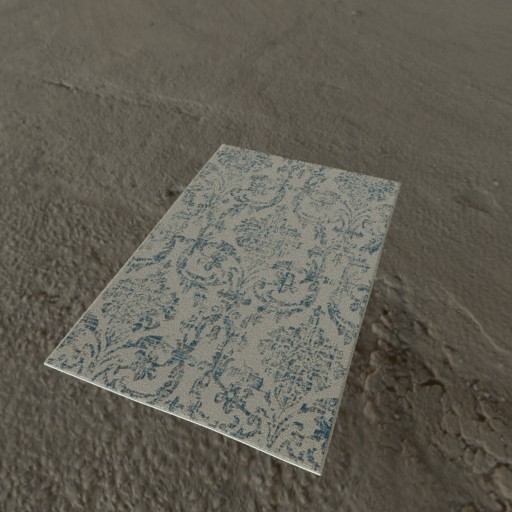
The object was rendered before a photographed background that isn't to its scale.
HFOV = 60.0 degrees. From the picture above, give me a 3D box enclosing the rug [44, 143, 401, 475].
[{"bbox_3d":[0.000,0.000,2.308,1.213,0.012,1.831,16,48,15],"label":"rug"}]
